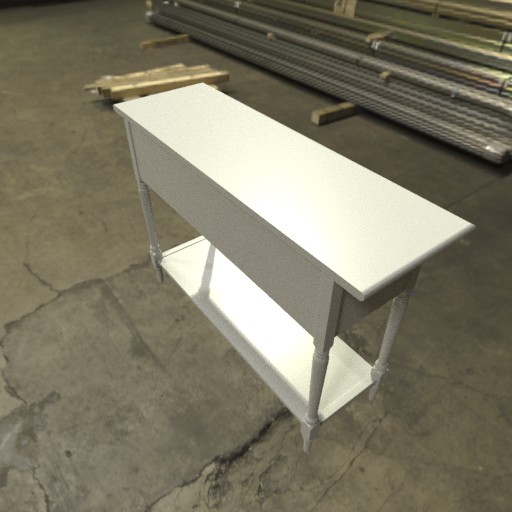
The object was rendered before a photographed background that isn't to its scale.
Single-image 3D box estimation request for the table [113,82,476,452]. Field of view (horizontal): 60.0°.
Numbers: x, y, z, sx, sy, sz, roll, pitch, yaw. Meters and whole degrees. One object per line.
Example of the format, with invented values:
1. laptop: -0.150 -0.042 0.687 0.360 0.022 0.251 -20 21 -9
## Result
1. table: 0.000 0.000 1.567 0.384 0.808 1.197 -26 47 -27
